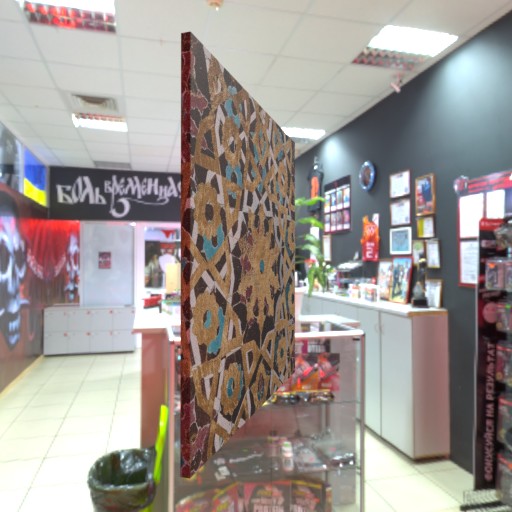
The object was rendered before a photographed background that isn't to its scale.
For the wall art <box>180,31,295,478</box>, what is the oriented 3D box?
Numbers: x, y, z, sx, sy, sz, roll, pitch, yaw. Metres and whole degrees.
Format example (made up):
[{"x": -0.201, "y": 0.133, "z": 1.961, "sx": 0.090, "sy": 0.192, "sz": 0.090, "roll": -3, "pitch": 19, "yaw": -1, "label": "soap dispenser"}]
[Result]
[{"x": 0.000, "y": 0.000, "z": 0.595, "sx": 0.010, "sy": 0.406, "sz": 0.404, "roll": 0, "pitch": -1, "yaw": 19, "label": "wall art"}]
